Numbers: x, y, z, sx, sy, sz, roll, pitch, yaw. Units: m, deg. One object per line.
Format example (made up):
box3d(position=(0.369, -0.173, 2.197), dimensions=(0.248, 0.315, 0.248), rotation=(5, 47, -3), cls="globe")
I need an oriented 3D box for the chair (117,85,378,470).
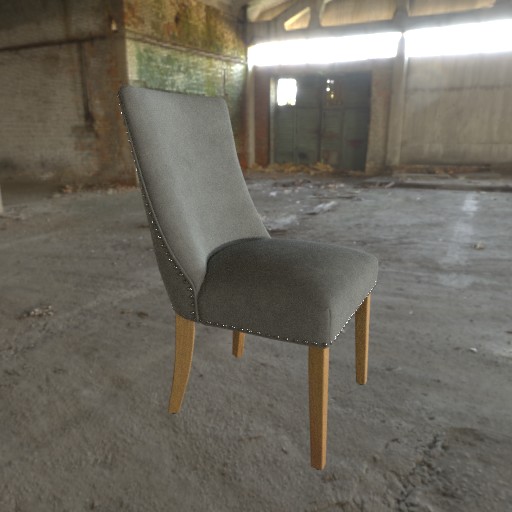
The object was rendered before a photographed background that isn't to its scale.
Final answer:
box3d(position=(0.000, 0.000, 1.266), dimensions=(0.610, 0.902, 0.495), rotation=(8, 17, 26), cls="chair")
